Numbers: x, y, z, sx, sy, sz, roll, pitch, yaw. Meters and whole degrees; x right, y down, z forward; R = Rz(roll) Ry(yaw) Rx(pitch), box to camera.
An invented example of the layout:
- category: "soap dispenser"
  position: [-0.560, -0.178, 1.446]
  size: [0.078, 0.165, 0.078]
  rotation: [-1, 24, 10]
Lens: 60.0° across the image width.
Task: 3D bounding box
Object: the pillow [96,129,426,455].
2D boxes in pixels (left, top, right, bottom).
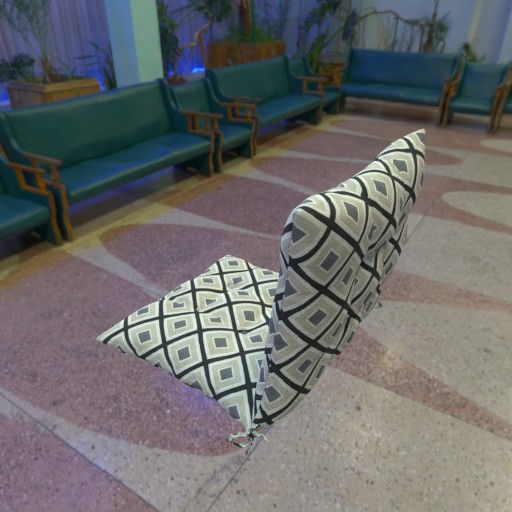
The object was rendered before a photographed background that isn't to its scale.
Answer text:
- category: "pillow"
  position: [0.000, 0.000, 0.983]
  size: [0.585, 0.536, 0.541]
  rotation: [20, 36, 30]
